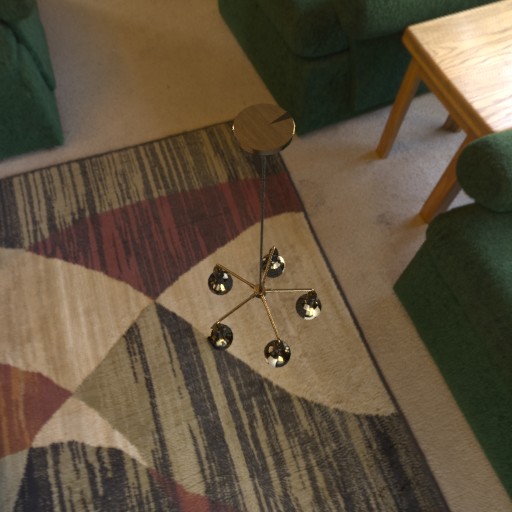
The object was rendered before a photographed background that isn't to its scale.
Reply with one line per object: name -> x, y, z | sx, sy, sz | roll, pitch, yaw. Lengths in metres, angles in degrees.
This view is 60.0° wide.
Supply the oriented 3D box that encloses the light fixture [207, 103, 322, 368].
light fixture -> 0.000, 0.000, 1.226 | 0.421, 0.988, 0.438 | -35, 68, -16
